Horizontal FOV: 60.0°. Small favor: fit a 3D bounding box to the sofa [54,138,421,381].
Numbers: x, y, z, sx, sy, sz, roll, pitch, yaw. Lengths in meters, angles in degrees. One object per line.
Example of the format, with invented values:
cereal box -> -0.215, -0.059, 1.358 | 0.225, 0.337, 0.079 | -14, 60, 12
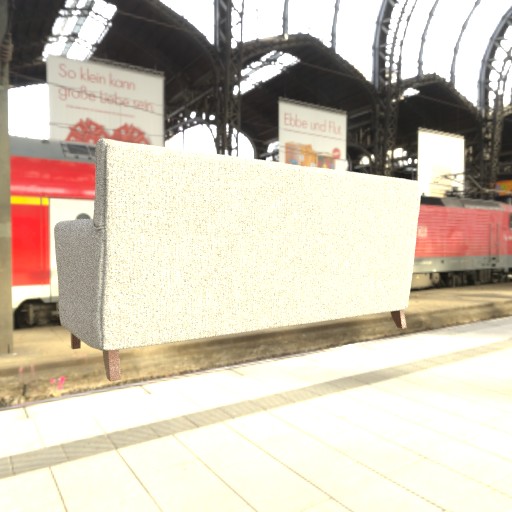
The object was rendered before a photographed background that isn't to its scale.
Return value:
sofa -> 0.000, 0.000, 2.555 | 2.026, 0.942, 0.854 | -1, 2, -35
